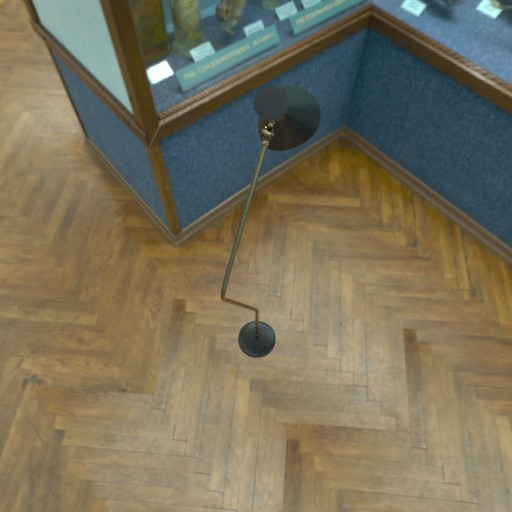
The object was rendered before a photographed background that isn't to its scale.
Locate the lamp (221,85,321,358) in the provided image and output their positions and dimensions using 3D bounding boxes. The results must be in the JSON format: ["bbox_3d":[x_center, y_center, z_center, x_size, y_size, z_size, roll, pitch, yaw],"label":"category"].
[{"bbox_3d":[0.000,0.000,1.625,0.467,1.438,0.277,-33,64,-18],"label":"lamp"}]
